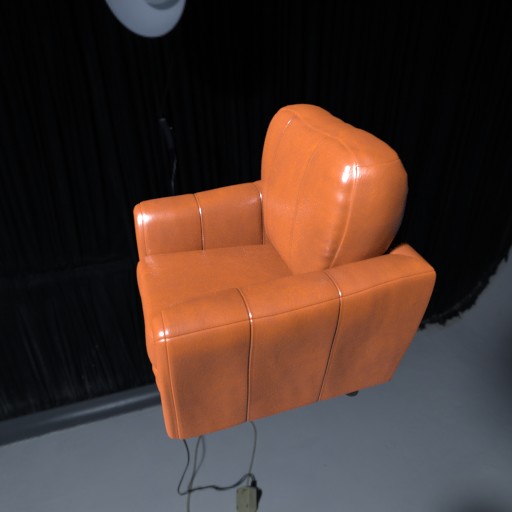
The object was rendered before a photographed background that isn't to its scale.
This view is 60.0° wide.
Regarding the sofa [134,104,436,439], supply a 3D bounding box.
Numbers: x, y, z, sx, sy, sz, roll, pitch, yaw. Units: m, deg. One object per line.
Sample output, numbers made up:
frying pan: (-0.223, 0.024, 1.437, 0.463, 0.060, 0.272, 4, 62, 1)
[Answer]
sofa: (0.000, 0.000, 1.490, 0.789, 0.876, 0.836, -9, 32, -15)
